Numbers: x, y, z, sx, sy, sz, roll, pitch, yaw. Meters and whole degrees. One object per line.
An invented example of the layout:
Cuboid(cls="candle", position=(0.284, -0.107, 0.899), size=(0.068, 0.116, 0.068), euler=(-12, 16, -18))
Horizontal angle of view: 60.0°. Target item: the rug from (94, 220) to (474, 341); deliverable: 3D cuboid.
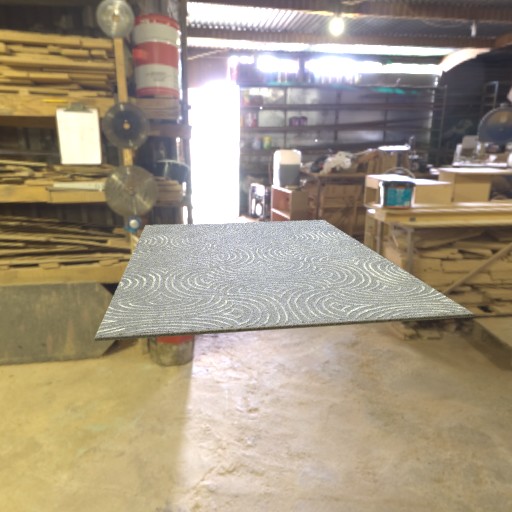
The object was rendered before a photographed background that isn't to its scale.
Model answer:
Cuboid(cls="rug", position=(0.000, 0.000, 2.781), size=(1.543, 0.015, 2.144), euler=(-2, 16, -8))
